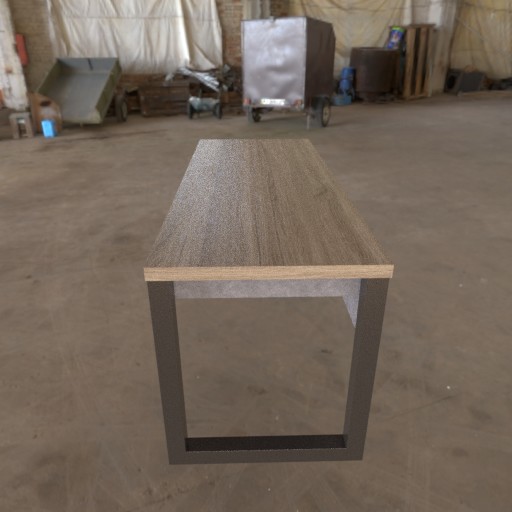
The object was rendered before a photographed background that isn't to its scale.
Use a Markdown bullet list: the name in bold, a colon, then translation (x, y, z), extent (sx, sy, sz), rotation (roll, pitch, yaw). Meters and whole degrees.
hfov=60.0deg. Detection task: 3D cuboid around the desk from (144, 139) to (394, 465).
- **desk**: translation (0.000, 0.000, 2.102), extent (0.690, 0.760, 1.700), rotation (-1, 26, -1)
